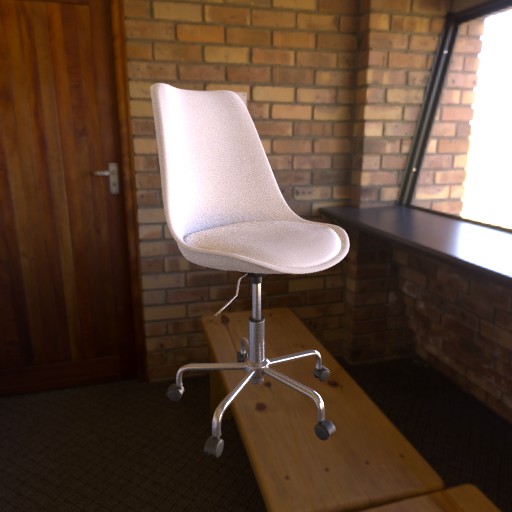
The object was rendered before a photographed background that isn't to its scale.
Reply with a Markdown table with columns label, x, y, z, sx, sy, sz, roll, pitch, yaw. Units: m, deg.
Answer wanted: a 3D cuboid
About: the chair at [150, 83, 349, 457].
| label | x | y | z | sx | sy | sz | roll | pitch | yaw |
| --- | --- | --- | --- | --- | --- | --- | --- | --- | --- |
| chair | 0.000 | 0.000 | 1.249 | 0.550 | 0.930 | 0.550 | 13 | 19 | 41 |
